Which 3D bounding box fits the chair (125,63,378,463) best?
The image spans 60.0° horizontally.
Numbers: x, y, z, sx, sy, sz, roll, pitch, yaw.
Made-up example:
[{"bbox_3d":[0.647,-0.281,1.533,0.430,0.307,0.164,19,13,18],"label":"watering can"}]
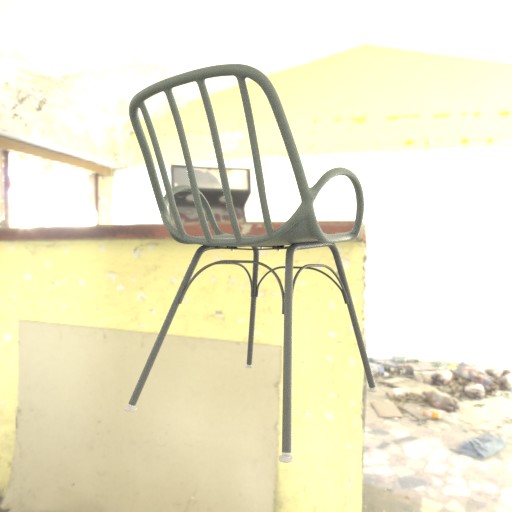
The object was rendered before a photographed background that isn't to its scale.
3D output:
[{"bbox_3d":[0.000,0.000,1.226,0.549,0.816,0.597,1,1,35],"label":"chair"}]
